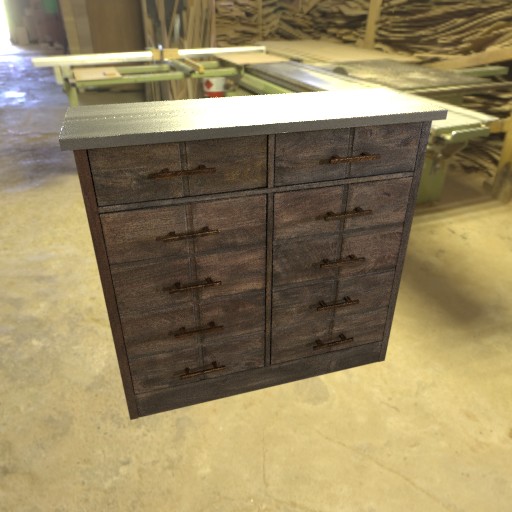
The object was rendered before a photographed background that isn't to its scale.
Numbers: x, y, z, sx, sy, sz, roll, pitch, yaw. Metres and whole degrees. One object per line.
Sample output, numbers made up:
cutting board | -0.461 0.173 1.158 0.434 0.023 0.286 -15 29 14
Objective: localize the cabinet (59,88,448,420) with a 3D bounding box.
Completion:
cabinet | 0.000 0.000 1.421 0.968 0.919 0.338 -9 32 -15
